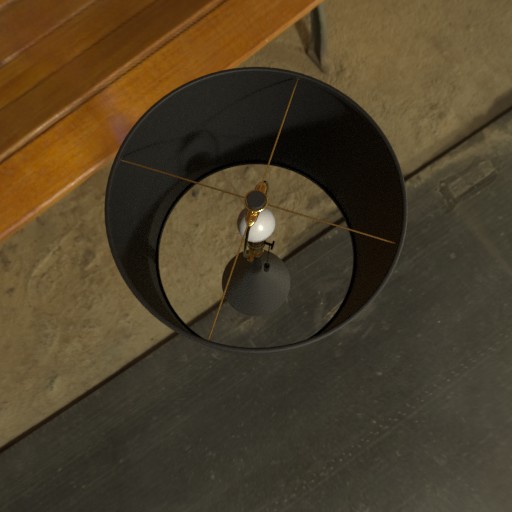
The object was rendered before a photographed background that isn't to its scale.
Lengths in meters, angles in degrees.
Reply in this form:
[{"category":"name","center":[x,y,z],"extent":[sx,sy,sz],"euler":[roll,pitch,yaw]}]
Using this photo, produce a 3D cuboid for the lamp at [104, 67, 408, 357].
[{"category":"lamp","center":[0.000,0.000,0.808],"extent":[0.359,0.584,0.359],"euler":[17,77,4]}]
